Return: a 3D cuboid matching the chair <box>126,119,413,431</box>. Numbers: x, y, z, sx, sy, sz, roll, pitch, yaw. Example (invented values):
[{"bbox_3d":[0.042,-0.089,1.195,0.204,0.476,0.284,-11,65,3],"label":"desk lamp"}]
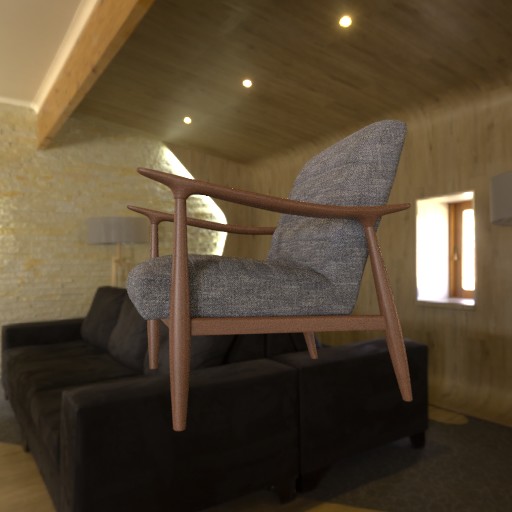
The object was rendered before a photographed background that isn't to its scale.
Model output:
[{"bbox_3d":[0.000,0.000,1.452,0.798,0.832,0.741,0,-1,-18],"label":"chair"}]
